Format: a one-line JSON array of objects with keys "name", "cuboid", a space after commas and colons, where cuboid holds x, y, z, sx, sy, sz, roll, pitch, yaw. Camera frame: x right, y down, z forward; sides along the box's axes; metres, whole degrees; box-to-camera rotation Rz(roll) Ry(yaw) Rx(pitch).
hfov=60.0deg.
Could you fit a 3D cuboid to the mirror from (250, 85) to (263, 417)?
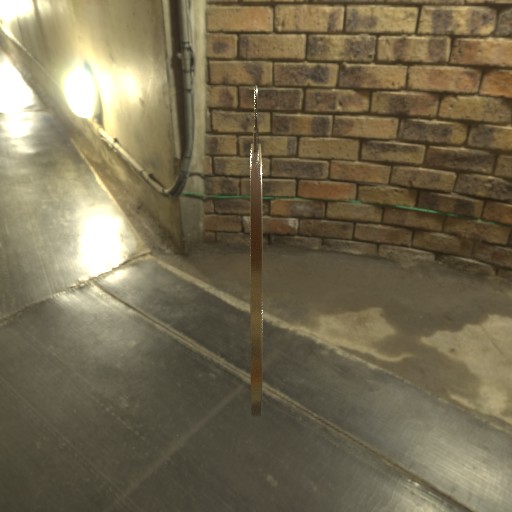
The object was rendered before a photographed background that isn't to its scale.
[{"name": "mirror", "cuboid": [0.000, 0.000, 0.979, 0.020, 0.713, 0.594, 0, 31, 0]}]
